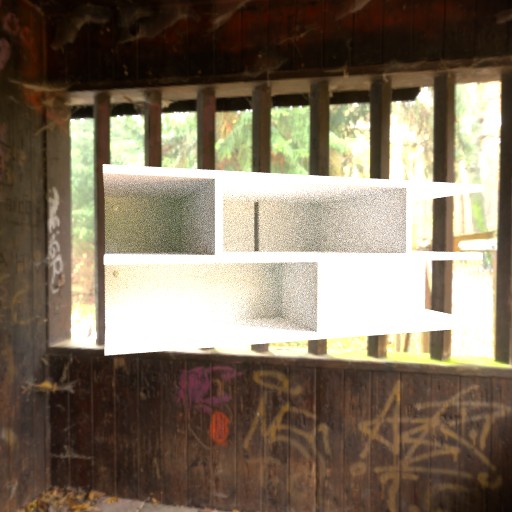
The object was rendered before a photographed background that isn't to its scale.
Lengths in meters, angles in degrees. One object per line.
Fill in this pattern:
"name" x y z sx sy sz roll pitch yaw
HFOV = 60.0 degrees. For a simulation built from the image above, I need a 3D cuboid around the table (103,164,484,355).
"table" 0.000 0.000 1.086 0.700 0.289 0.700 -1 2 -18
